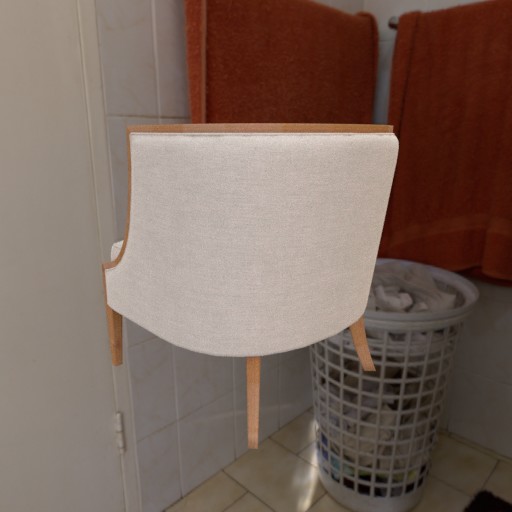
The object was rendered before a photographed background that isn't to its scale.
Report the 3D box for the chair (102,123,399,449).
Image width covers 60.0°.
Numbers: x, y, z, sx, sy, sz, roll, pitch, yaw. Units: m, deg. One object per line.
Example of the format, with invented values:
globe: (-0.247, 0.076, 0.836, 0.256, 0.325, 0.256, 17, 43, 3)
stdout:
chair: (0.000, 0.000, 1.380, 0.711, 0.775, 0.757, -14, 21, -42)
